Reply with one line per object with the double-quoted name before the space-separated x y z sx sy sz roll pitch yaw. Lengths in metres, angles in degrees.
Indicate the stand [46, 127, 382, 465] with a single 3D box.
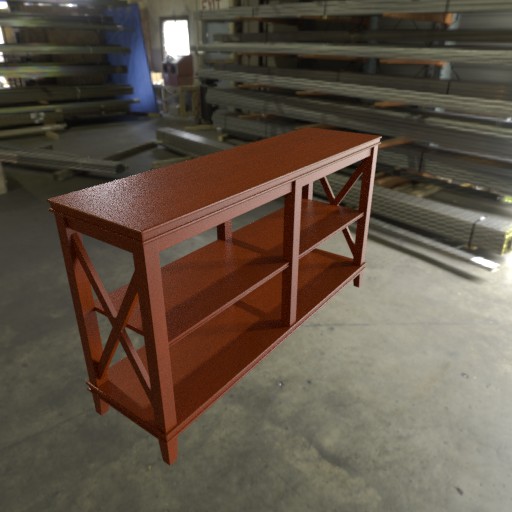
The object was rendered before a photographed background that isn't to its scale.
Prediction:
"stand" 0.000 0.000 1.743 0.381 0.762 1.372 18 31 32
